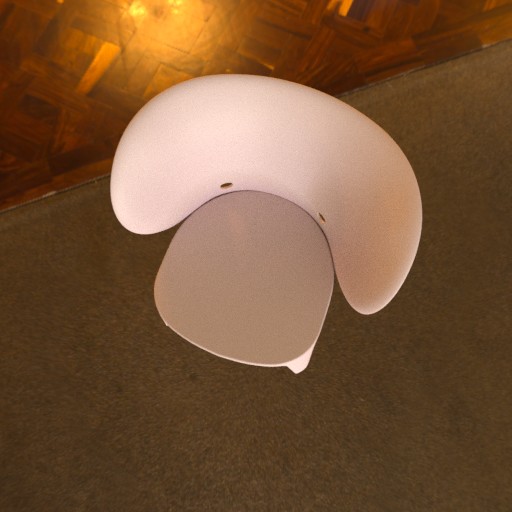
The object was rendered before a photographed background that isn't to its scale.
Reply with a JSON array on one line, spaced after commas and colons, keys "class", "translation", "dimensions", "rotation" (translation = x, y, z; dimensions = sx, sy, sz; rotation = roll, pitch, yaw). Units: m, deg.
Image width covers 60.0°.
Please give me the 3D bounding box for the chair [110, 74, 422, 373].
[{"class": "chair", "translation": [0.000, 0.000, 0.857], "dimensions": [0.451, 0.554, 0.402], "rotation": [19, 78, 4]}]
